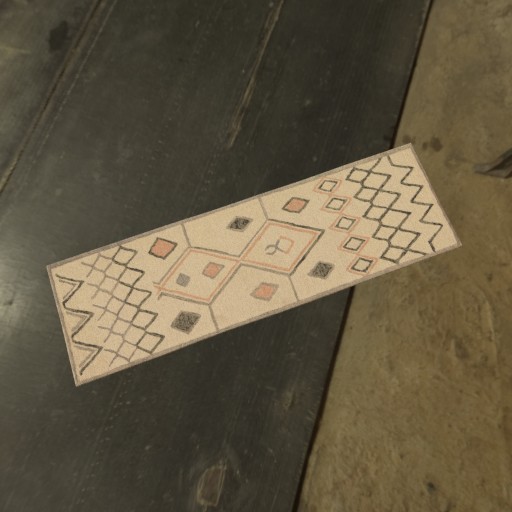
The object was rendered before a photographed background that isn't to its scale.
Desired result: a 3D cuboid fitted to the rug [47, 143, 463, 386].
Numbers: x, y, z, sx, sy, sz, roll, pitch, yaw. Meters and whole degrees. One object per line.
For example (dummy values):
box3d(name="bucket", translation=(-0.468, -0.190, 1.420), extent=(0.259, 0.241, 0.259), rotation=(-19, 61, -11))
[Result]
box3d(name="rug", translation=(0.000, 0.000, 2.708), extent=(2.435, 0.011, 0.750), rotation=(-19, 76, -5))
